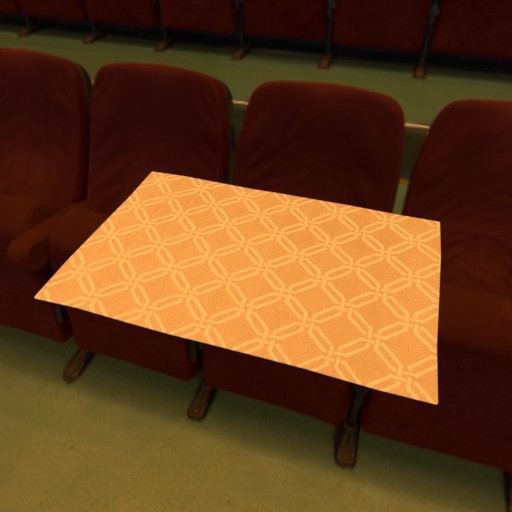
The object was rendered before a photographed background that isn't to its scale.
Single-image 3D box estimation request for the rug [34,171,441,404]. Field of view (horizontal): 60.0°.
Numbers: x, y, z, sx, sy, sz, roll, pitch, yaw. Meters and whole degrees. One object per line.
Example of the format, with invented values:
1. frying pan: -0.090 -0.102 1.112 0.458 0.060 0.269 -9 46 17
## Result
1. rug: 0.000 0.000 2.194 1.745 0.010 1.146 12 43 13
